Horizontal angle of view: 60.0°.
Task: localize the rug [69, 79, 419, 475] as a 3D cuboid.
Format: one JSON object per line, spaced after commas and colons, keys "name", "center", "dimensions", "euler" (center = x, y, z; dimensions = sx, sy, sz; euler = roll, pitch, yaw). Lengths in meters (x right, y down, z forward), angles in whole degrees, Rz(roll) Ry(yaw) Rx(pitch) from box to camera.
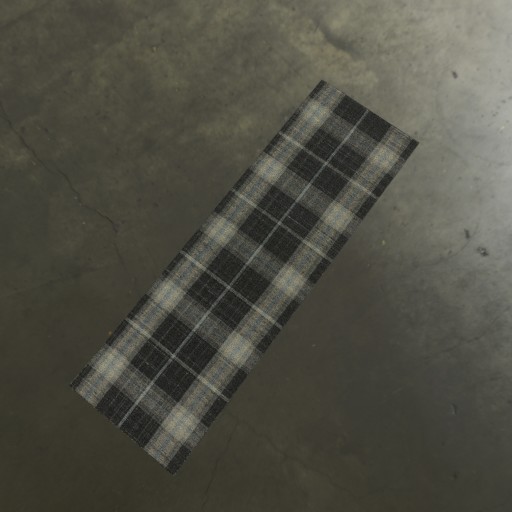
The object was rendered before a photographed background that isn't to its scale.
{"name": "rug", "center": [0.000, 0.000, 2.629], "dimensions": [0.760, 0.012, 2.434], "euler": [36, 79, 8]}
